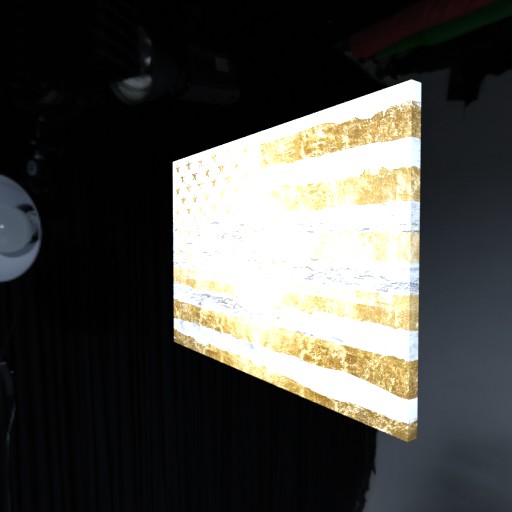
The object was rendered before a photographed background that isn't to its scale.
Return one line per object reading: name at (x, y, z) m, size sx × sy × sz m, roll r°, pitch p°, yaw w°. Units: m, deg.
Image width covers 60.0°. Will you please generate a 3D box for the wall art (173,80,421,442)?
wall art at (0.000, 0.000, 1.133) m, size 0.027 × 0.610 × 0.932 m, roll -1°, pitch 2°, yaw -35°
